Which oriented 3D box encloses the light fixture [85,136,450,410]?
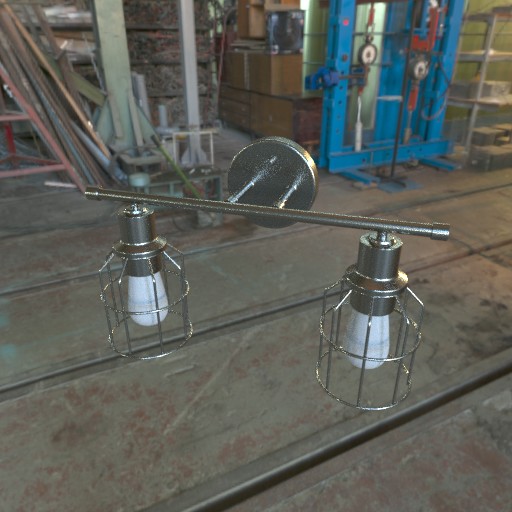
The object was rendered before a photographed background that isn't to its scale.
[{"bbox_3d":[0.000,0.000,0.537,0.406,0.254,0.165,8,28,15],"label":"light fixture"}]
